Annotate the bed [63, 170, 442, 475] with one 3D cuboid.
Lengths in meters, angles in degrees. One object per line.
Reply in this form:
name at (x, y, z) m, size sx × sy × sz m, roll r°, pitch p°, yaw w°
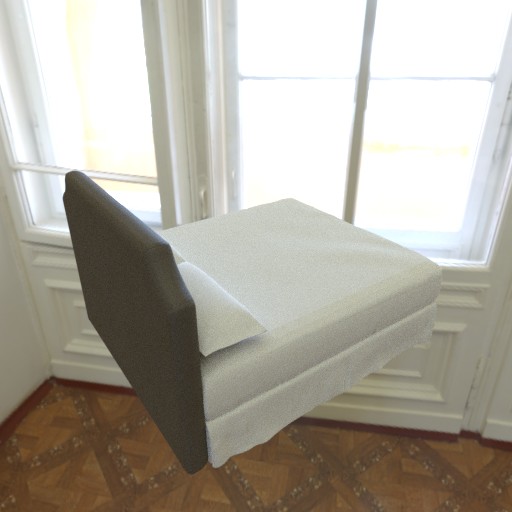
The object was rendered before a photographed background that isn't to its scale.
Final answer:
bed at (0.000, 0.000, 3.852) m, size 2.536 × 1.561 × 2.194 m, roll -19°, pitch 33°, yaw -31°
